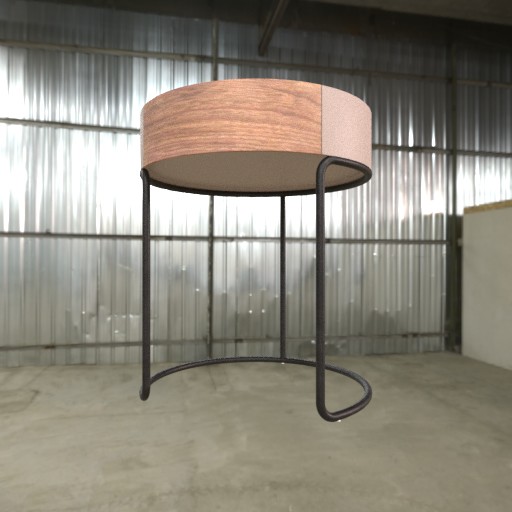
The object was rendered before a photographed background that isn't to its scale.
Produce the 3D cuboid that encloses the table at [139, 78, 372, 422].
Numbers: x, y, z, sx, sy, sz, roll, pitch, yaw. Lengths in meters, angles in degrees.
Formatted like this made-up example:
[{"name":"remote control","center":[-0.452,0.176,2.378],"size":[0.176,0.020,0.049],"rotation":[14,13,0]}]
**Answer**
[{"name":"table","center":[0.000,0.000,0.886],"size":[0.450,0.530,0.450],"rotation":[0,0,0]}]
